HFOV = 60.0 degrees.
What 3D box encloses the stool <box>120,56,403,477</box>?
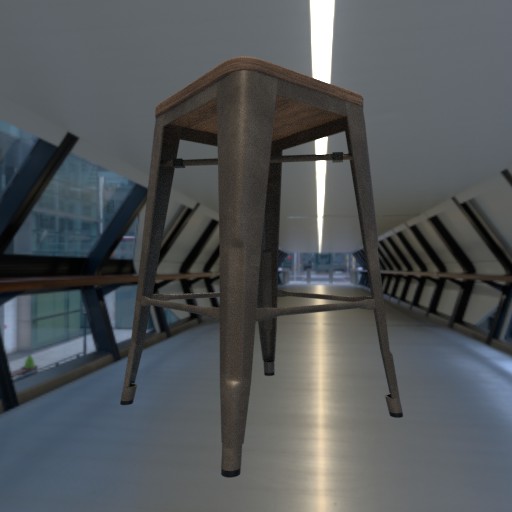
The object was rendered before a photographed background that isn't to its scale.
[{"bbox_3d":[0.000,0.000,0.884,0.407,0.607,0.407,1,-1,-37],"label":"stool"}]
